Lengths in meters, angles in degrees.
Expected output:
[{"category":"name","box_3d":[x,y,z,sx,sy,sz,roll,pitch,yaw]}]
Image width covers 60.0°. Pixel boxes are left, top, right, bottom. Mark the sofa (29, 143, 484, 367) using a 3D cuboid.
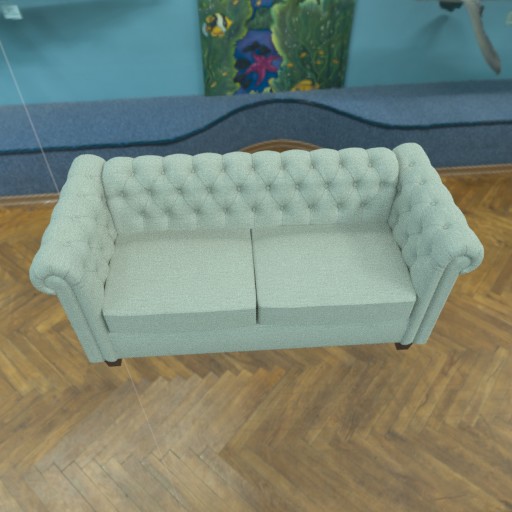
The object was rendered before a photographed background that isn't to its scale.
[{"category":"sofa","box_3d":[0.000,0.000,2.212,1.798,0.797,0.783,-3,45,-3]}]
